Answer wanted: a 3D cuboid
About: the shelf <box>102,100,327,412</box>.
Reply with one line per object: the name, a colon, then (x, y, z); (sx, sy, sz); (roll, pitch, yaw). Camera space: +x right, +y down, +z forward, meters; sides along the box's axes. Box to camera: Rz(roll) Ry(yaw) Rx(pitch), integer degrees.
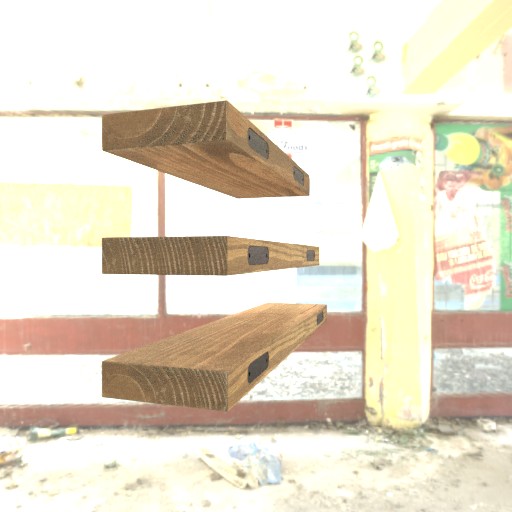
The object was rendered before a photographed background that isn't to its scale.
shelf: (0.000, 0.000, 0.726); (0.140, 0.293, 0.610); (0, 0, 18)
